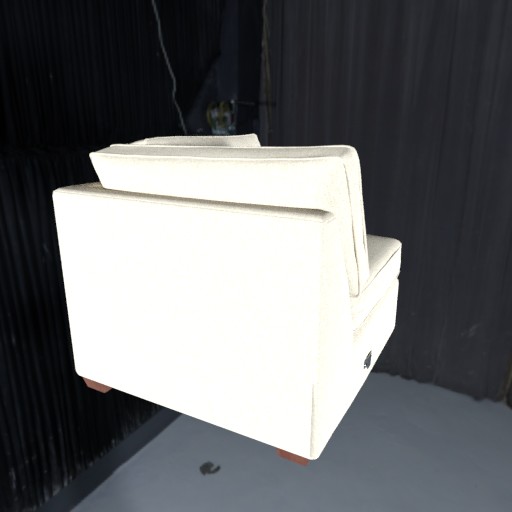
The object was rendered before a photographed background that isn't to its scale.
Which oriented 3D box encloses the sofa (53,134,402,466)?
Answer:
[{"bbox_3d":[0.000,0.000,1.927,1.084,1.002,1.146,9,19,27],"label":"sofa"}]
